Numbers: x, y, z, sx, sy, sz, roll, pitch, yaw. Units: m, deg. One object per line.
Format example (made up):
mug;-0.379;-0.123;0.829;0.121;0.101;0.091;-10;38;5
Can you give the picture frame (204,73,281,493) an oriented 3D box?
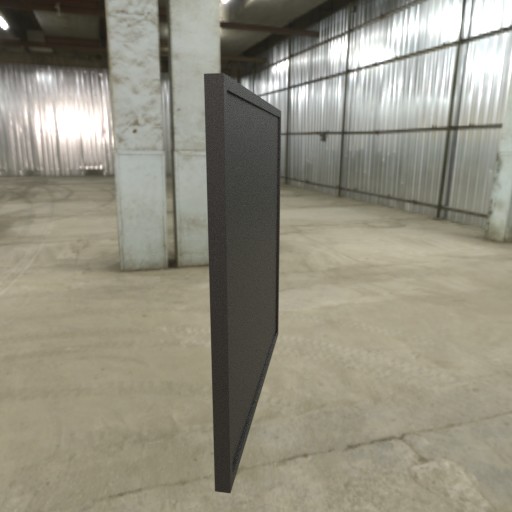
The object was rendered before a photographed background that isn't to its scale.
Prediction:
picture frame;0.000;0.000;1.154;0.032;0.775;0.775;2;14;10
